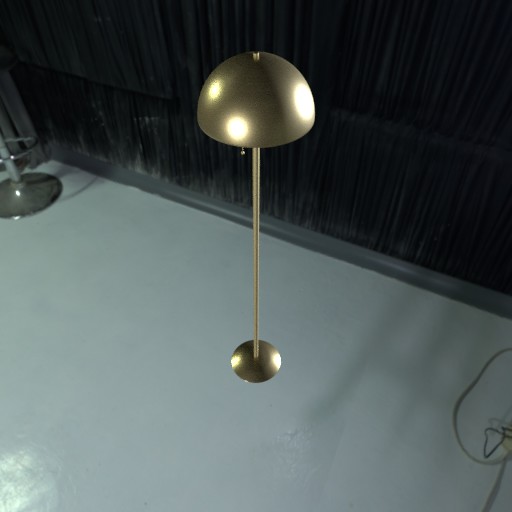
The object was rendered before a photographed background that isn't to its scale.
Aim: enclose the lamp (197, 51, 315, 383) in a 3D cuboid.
[{"bbox_3d":[0.000,0.000,1.655,0.328,1.480,0.328,17,48,16],"label":"lamp"}]
